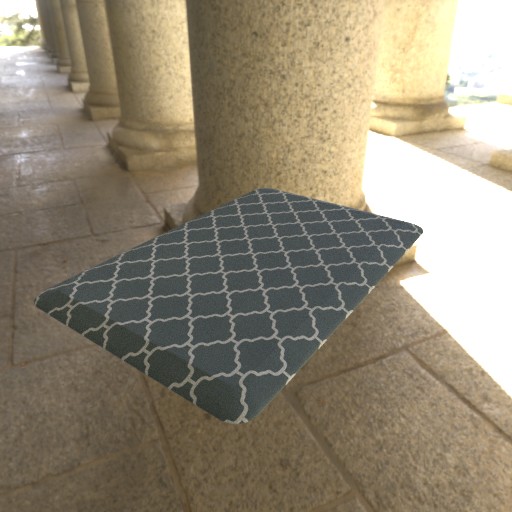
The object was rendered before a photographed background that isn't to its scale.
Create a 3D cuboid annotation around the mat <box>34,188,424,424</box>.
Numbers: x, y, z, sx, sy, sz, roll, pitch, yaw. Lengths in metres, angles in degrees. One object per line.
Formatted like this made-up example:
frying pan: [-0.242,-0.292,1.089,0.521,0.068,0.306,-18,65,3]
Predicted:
mat: [0.000,0.000,0.962,0.508,0.021,0.762,19,34,31]
